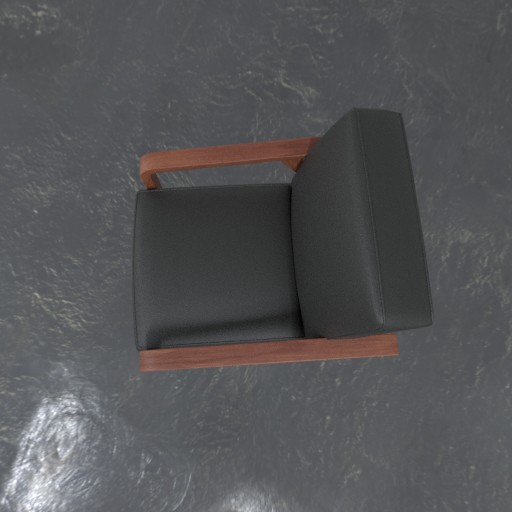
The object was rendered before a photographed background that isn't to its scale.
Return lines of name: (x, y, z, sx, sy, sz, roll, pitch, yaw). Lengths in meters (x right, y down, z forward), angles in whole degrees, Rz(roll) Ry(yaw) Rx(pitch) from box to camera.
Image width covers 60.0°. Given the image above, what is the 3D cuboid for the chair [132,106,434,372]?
chair: (0.000, 0.000, 1.515, 0.889, 0.861, 0.719, -4, 76, -1)
